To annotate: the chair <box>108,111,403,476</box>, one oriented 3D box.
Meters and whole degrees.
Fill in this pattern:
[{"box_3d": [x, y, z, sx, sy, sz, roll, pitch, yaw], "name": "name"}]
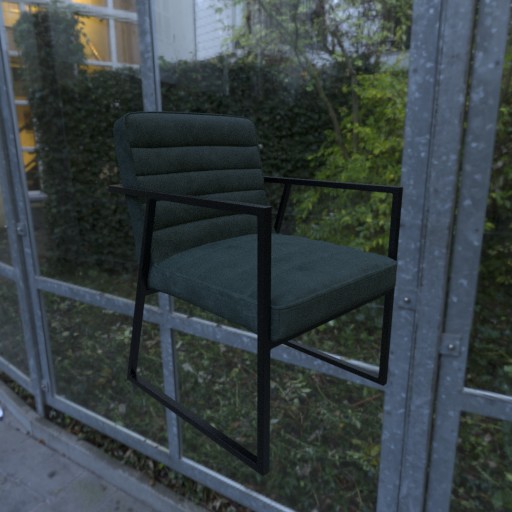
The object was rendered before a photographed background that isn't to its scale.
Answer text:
[{"box_3d": [0.000, 0.000, 1.317, 0.677, 0.833, 0.571, 14, 20, 43], "name": "chair"}]
